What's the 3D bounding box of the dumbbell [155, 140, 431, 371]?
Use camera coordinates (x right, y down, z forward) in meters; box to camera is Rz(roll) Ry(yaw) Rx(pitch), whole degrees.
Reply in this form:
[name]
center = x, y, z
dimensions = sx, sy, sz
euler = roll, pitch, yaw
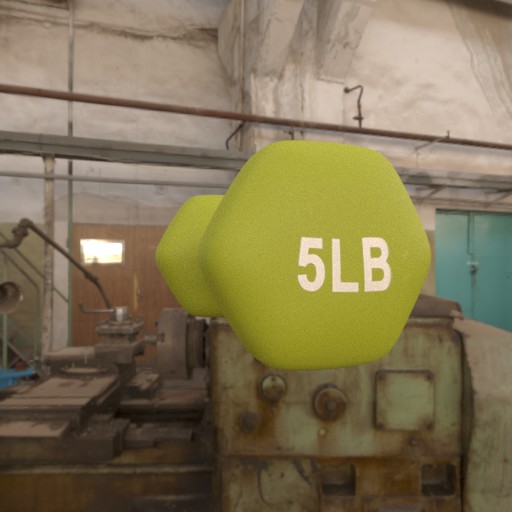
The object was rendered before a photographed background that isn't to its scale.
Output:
[dumbbell]
center = 0.000, 0.000, 0.207
dimensions = 0.080, 0.072, 0.164
euler = 0, 0, -18
